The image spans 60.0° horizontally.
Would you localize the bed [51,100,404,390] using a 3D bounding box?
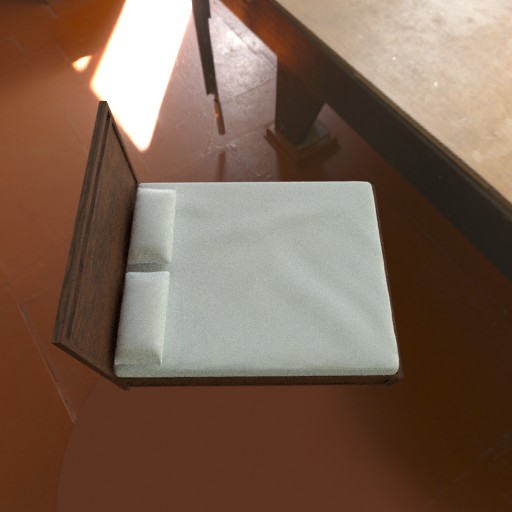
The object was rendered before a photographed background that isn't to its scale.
[{"bbox_3d":[0.000,0.000,3.443,2.218,1.487,1.765,0,64,0],"label":"bed"}]
